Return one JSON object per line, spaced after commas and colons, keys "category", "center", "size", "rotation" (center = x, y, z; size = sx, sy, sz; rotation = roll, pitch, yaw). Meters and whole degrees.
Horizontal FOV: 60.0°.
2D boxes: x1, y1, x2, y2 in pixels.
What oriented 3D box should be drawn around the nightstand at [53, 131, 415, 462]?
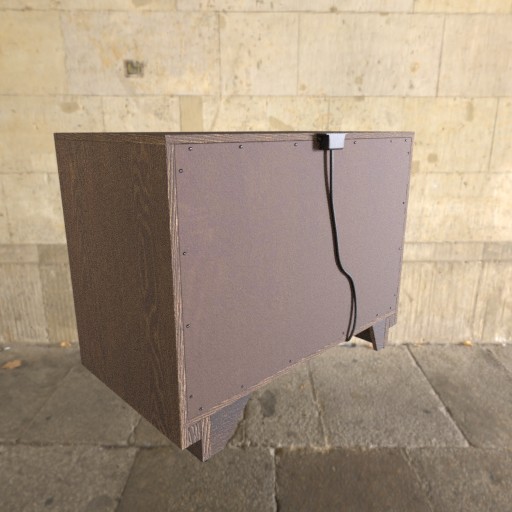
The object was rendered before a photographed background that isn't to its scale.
{"category": "nightstand", "center": [0.000, 0.000, 1.136], "size": [0.775, 0.612, 0.457], "rotation": [-15, 22, -42]}
